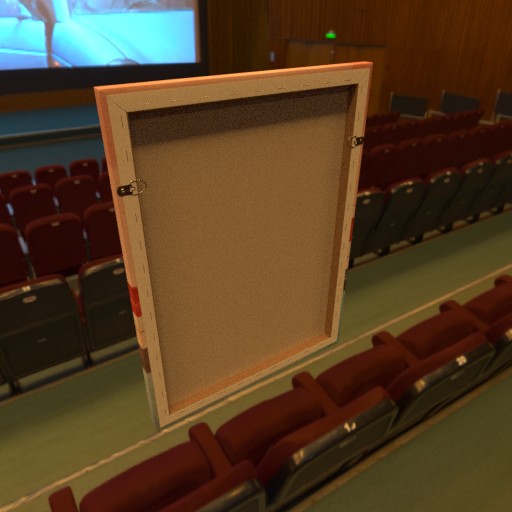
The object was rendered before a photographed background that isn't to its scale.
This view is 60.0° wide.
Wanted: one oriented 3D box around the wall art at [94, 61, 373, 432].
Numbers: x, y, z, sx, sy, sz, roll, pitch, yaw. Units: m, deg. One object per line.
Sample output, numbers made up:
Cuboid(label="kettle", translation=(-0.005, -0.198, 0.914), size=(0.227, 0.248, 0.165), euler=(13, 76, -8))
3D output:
Cuboid(label="wall art", translation=(0.000, 0.000, 1.319), size=(0.761, 1.016, 0.039), euler=(-18, 35, -28))
